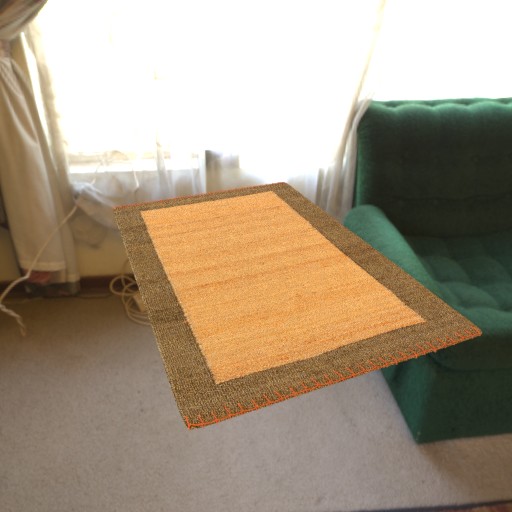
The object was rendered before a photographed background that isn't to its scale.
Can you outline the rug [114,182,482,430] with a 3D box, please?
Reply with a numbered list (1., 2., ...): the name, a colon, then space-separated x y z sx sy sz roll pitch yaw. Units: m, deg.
1. rug: 0.000 0.000 2.281 1.220 0.019 1.838 -12 32 -19
